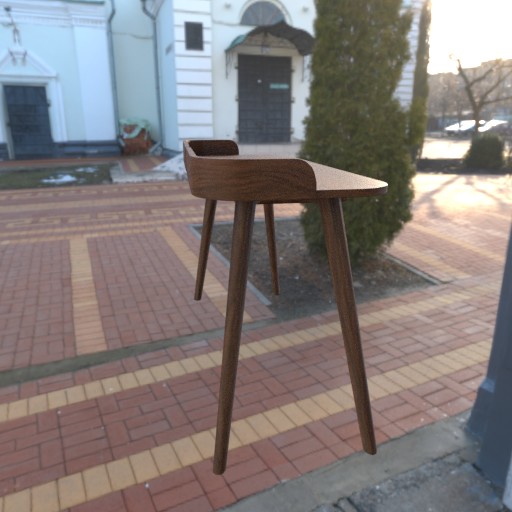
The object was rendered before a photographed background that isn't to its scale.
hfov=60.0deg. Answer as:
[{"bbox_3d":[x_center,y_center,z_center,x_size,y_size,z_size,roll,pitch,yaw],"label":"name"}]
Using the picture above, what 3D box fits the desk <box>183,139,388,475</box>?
[{"bbox_3d":[0.000,0.000,1.653,0.486,0.800,1.256,-3,17,-10],"label":"desk"}]
